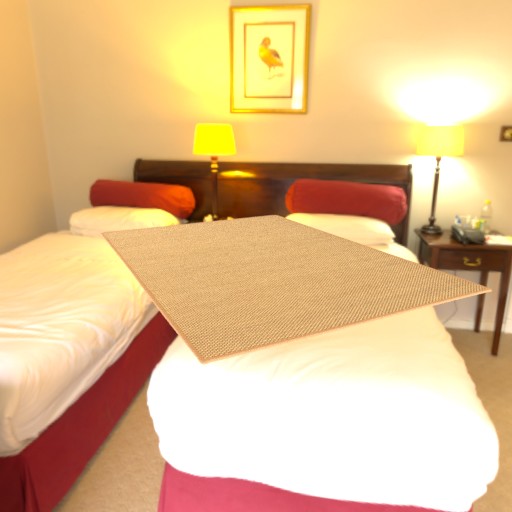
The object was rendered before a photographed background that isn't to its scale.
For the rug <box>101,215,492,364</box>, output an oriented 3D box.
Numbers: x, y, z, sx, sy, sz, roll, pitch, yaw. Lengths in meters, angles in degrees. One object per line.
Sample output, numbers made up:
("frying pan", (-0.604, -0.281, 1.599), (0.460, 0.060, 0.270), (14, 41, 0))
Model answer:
("rug", (0.000, 0.000, 2.745), (1.524, 0.013, 2.134), (-8, 18, -26))
